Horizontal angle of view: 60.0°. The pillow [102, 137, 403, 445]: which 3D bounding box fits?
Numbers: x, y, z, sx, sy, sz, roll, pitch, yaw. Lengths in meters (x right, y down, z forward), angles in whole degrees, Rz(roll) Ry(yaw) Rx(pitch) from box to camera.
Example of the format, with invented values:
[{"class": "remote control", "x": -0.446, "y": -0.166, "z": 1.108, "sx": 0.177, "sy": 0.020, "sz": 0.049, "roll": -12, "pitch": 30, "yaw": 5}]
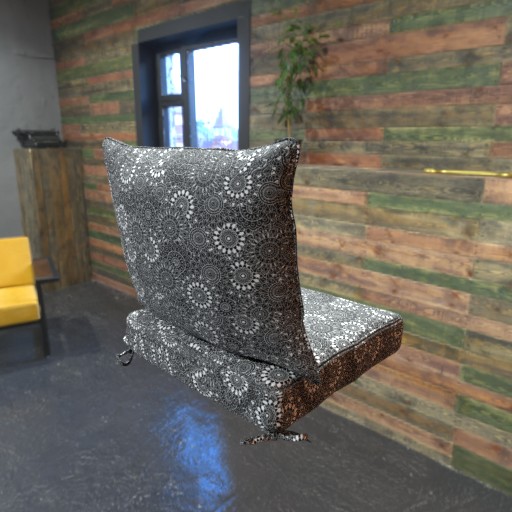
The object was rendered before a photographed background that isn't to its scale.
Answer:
[{"class": "pillow", "x": 0.000, "y": 0.000, "z": 1.392, "sx": 0.798, "sy": 0.722, "sz": 0.740, "roll": 14, "pitch": 20, "yaw": 42}]
